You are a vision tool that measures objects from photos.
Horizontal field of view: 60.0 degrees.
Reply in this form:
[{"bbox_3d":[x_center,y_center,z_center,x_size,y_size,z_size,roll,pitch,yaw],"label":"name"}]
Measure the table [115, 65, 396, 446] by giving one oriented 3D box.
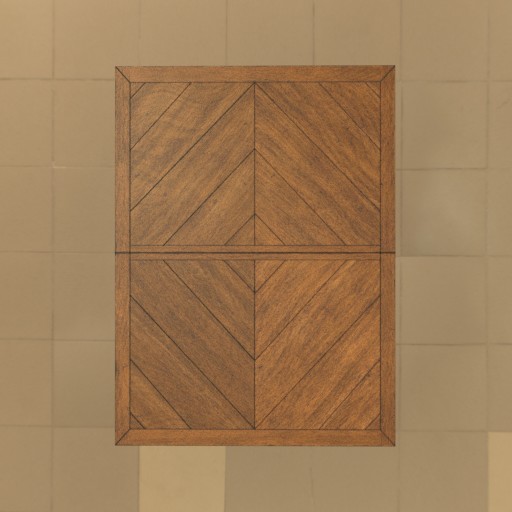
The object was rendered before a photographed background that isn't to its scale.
[{"bbox_3d":[0.000,0.000,1.575,0.757,0.760,1.027,0,90,0],"label":"table"}]
